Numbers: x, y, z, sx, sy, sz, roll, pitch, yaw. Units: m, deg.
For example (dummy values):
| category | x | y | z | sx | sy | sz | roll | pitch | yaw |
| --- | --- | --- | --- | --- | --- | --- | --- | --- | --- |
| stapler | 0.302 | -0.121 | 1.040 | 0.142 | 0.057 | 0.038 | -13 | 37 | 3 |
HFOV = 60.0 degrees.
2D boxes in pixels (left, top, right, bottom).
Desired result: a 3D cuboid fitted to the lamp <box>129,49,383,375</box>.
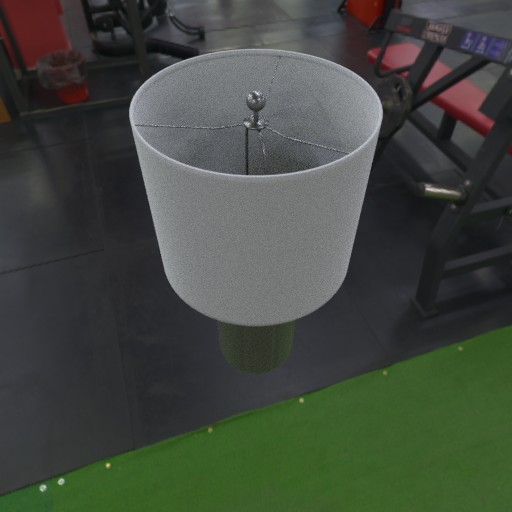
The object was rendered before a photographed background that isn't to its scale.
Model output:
| category | x | y | z | sx | sy | sz | roll | pitch | yaw |
| --- | --- | --- | --- | --- | --- | --- | --- | --- | --- |
| lamp | 0.000 | 0.000 | 0.499 | 0.203 | 0.389 | 0.203 | -12 | 49 | -11 |
